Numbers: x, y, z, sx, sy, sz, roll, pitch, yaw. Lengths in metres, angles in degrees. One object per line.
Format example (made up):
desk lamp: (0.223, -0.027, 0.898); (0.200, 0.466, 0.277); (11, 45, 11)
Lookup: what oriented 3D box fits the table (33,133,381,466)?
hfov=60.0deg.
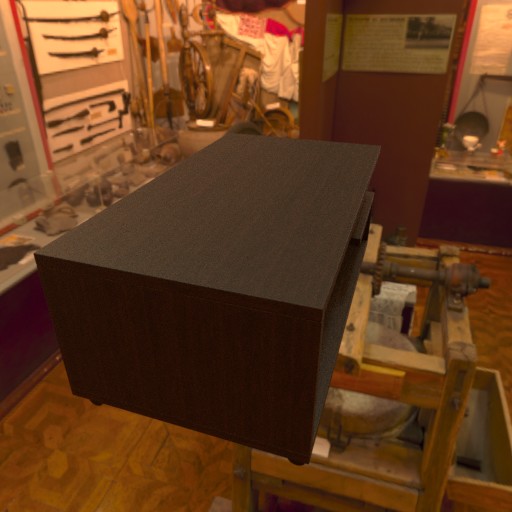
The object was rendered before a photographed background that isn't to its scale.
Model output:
table: (0.000, 0.000, 1.354); (0.590, 0.460, 1.050); (9, 30, 16)
